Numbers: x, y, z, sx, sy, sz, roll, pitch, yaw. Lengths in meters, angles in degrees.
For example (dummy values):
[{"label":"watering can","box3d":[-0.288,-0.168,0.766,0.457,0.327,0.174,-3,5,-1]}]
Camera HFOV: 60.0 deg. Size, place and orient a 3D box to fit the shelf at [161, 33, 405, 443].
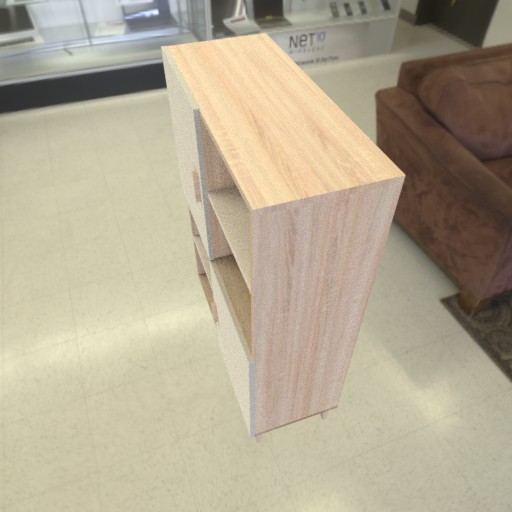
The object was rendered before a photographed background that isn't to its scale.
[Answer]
[{"label":"shelf","box3d":[0.000,0.000,1.872,0.434,1.405,0.995,-14,48,-13]}]
